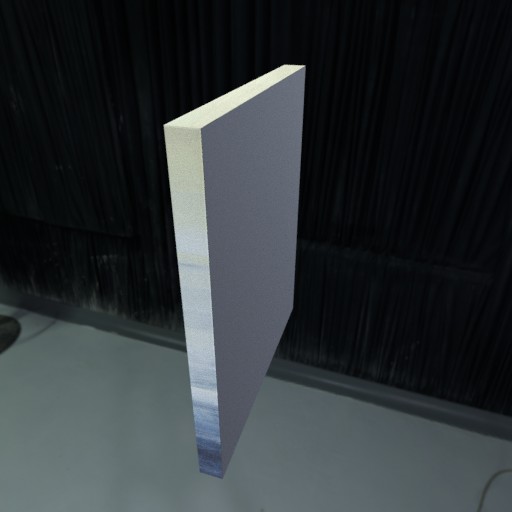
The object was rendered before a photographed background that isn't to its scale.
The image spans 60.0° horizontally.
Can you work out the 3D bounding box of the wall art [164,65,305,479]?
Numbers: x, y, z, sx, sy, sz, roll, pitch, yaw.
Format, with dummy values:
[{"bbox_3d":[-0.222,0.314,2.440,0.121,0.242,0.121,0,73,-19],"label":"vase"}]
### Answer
[{"bbox_3d":[0.000,0.000,0.706,0.037,0.511,0.435,9,32,15],"label":"wall art"}]
